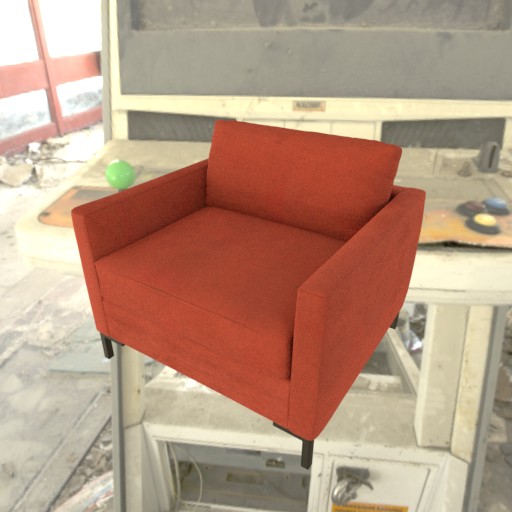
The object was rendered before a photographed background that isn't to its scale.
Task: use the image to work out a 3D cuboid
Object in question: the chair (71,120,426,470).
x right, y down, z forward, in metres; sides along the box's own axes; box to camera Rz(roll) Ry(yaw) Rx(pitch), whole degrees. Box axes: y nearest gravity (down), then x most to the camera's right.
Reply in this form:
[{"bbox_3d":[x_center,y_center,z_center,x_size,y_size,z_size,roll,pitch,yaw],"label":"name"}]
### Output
[{"bbox_3d":[0.000,0.000,1.630,0.964,0.812,0.875,17,33,29],"label":"chair"}]
